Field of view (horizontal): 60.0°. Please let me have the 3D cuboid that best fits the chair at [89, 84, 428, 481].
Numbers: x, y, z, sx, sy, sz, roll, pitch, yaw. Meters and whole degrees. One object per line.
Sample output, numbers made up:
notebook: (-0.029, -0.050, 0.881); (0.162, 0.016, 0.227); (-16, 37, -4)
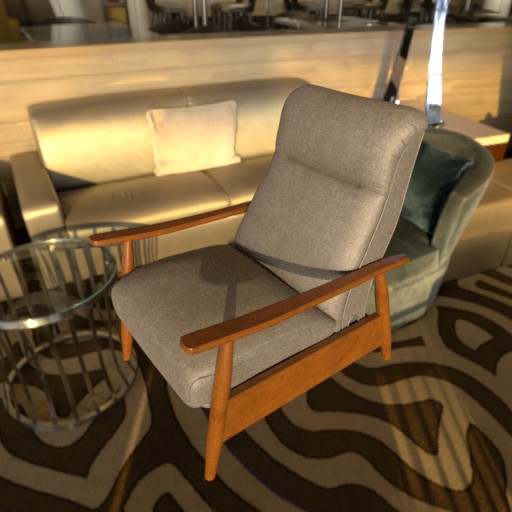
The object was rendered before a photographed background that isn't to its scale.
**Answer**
chair: (0.000, 0.000, 1.708); (1.014, 1.081, 0.762); (-22, 38, -31)
